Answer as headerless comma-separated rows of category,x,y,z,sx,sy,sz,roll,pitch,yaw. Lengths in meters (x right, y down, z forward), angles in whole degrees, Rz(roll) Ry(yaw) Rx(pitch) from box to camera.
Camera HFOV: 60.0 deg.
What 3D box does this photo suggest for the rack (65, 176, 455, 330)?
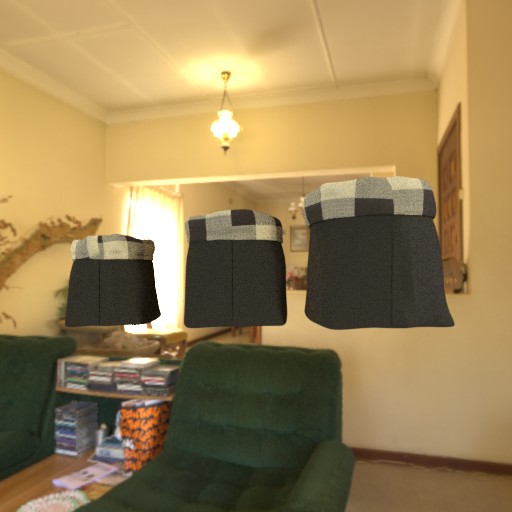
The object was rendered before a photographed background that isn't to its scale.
rack,0.000,0.000,1.094,0.889,0.329,0.370,0,-2,0
